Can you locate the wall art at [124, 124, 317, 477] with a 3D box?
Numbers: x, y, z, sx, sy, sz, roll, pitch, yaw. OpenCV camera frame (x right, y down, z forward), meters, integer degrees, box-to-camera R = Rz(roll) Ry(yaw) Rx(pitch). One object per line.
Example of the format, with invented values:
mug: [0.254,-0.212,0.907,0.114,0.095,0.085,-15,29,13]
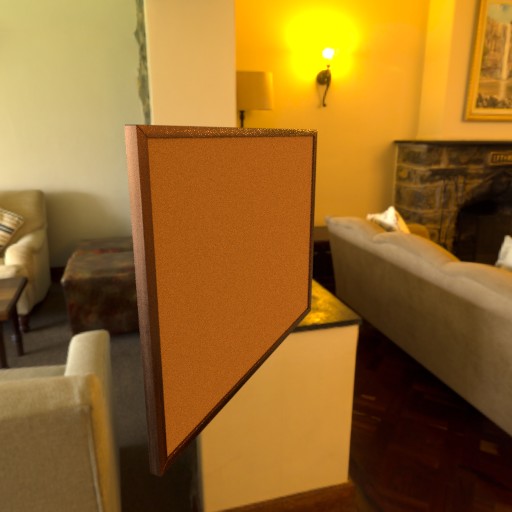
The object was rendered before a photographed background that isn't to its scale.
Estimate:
wall art: [0.000,0.000,0.549,0.012,0.304,0.431,7,17,24]
